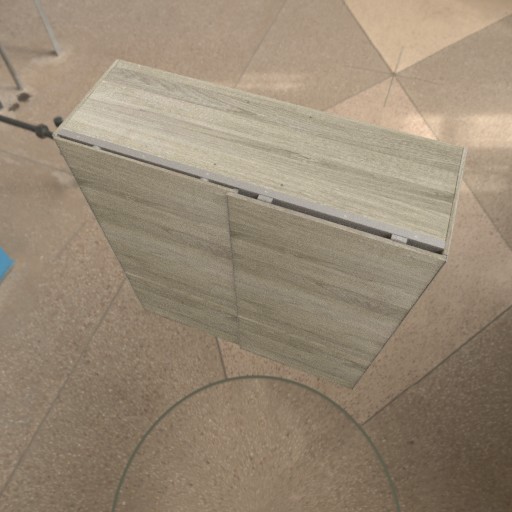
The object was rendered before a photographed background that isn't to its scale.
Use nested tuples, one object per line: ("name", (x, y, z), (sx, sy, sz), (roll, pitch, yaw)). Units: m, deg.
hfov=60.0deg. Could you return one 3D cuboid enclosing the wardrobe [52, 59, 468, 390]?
("wardrobe", (0.000, 0.000, 2.821), (1.780, 1.960, 0.629), (18, 61, 10))
